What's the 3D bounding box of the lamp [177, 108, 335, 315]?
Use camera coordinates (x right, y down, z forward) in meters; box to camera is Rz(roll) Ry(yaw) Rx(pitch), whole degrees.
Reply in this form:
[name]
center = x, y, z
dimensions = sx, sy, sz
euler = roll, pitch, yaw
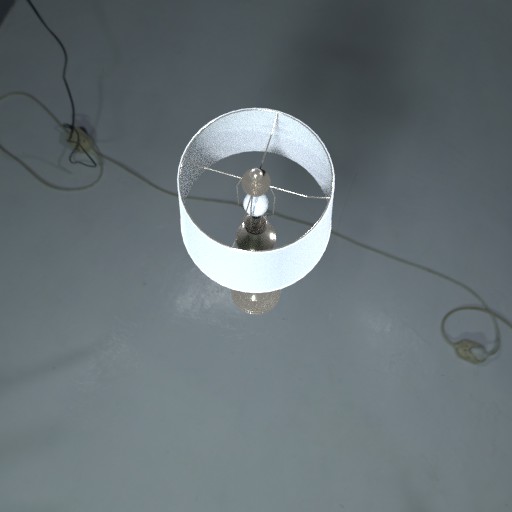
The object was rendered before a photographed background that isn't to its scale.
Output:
[lamp]
center = 0.000, 0.000, 1.691
dimensions = 0.431, 1.488, 0.431
euler = 0, 76, 0
